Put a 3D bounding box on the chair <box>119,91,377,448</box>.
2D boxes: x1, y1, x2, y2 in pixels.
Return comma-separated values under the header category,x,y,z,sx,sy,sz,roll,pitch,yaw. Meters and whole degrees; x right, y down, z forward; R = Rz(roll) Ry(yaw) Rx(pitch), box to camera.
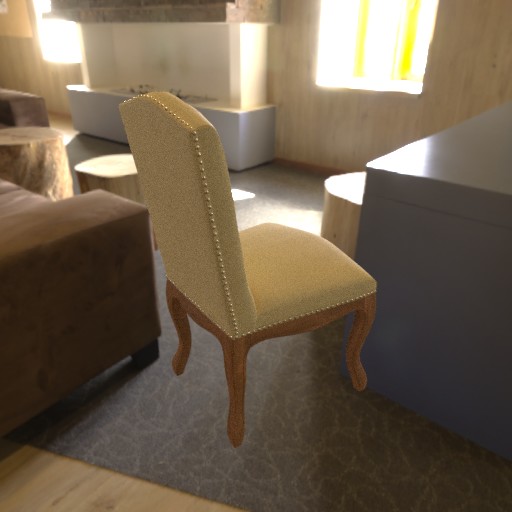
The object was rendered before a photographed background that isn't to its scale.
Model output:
category,x,y,z,sx,sy,sz,roll,pitch,yaw
chair,0.000,0.000,1.595,0.715,1.165,0.623,-18,33,-31
